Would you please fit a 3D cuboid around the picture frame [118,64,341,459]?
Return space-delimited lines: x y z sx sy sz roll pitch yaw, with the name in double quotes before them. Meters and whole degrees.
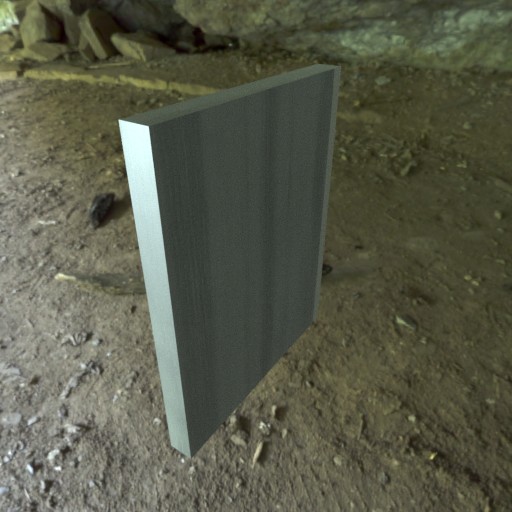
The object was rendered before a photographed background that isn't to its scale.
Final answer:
"picture frame" 0.000 0.000 0.763 0.046 0.555 0.449 20 37 29
